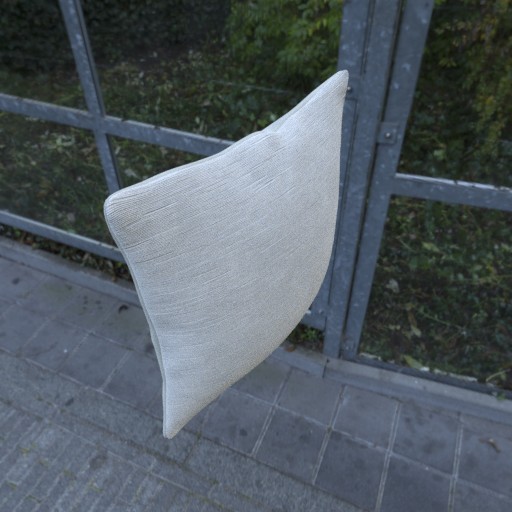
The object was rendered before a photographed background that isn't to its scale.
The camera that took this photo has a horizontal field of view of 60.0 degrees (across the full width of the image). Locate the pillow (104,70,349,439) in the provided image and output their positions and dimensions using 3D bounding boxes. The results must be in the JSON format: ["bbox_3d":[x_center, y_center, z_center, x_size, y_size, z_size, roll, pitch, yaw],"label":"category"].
[{"bbox_3d":[0.000,0.000,0.645,0.162,0.420,0.437,26,47,27],"label":"pillow"}]
